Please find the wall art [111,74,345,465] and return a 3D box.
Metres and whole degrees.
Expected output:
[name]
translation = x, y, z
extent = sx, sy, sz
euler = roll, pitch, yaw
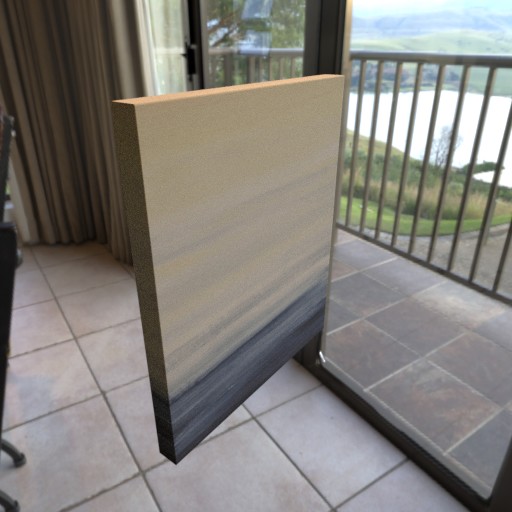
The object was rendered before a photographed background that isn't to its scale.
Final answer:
[wall art]
translation = 0.000, 0.000, 0.707
extent = 0.037, 0.511, 0.435
euler = 19, 32, 33
